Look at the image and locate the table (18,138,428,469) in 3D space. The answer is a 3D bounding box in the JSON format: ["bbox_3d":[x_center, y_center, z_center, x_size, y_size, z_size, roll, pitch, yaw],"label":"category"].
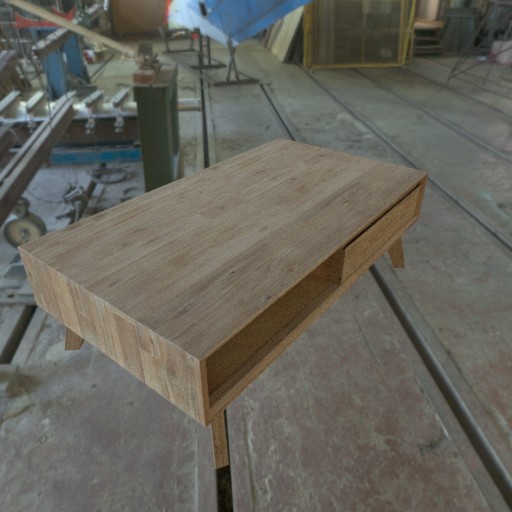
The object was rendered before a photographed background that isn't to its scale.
[{"bbox_3d":[0.000,0.000,2.033,0.918,0.531,1.619,23,39,31],"label":"table"}]
